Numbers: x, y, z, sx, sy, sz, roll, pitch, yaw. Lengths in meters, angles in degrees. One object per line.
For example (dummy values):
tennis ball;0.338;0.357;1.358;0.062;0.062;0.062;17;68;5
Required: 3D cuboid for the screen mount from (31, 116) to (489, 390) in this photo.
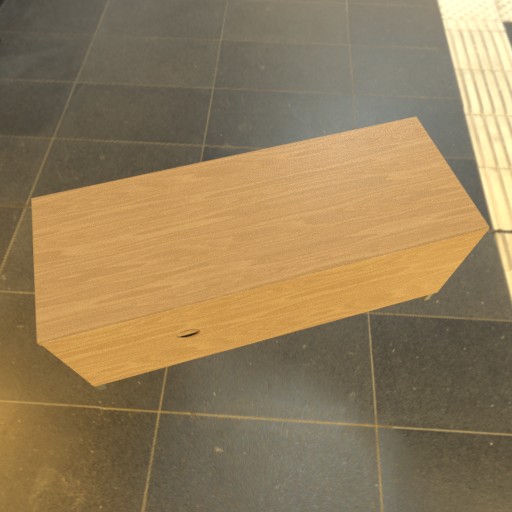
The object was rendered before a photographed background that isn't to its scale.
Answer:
screen mount;0.000;0.000;1.300;1.084;0.432;0.406;-14;61;-8
